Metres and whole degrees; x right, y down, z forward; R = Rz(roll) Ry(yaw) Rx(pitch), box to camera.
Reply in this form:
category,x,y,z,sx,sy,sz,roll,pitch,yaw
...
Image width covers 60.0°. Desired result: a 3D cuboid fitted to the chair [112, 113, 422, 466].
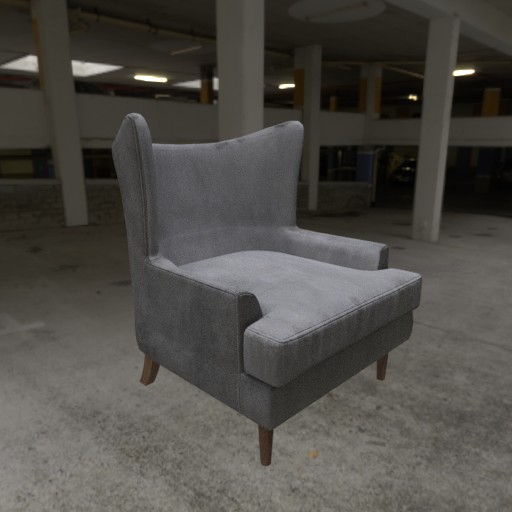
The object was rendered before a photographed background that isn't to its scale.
category,x,y,z,sx,sy,sz,roll,pitch,yaw
chair,0.000,0.000,1.575,0.906,0.950,0.784,14,20,43
